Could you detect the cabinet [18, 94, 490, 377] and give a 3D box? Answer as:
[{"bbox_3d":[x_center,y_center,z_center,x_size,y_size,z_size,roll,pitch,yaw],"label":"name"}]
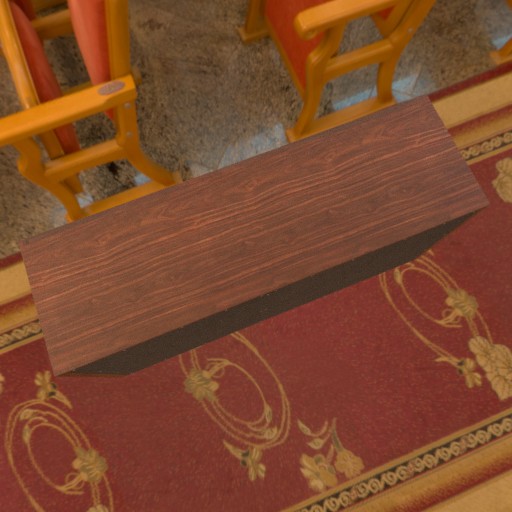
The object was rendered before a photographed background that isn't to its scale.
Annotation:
[{"bbox_3d":[0.000,0.000,1.996,1.575,0.940,0.505,-21,76,-6],"label":"cabinet"}]
